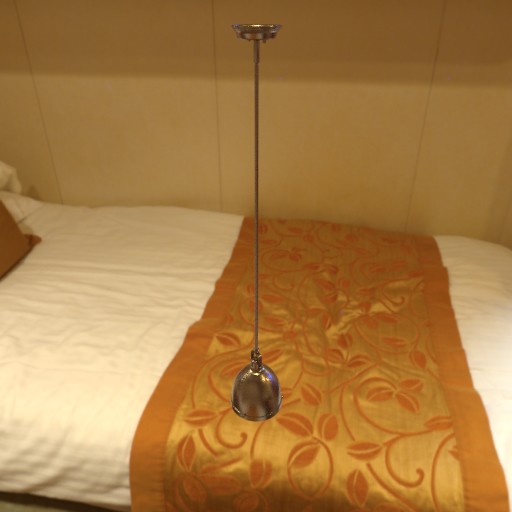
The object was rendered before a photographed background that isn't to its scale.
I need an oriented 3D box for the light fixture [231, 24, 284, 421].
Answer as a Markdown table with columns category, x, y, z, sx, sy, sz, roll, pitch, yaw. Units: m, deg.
| category | x | y | z | sx | sy | sz | roll | pitch | yaw |
| --- | --- | --- | --- | --- | --- | --- | --- | --- | --- |
| light fixture | 0.000 | 0.000 | 1.480 | 0.211 | 1.367 | 0.217 | -20 | 35 | -30 |
